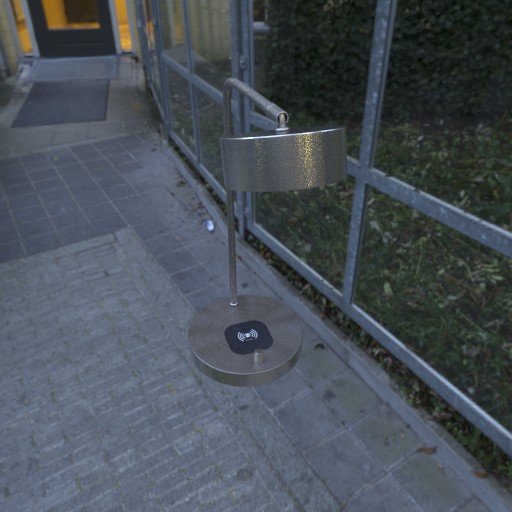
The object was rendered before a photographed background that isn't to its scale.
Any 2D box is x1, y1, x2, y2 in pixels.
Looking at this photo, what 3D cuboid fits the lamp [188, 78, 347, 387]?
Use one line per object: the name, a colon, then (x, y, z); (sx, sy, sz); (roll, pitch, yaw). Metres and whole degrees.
lamp: (0.000, 0.000, 0.658); (0.211, 0.469, 0.334); (-10, 35, -15)
